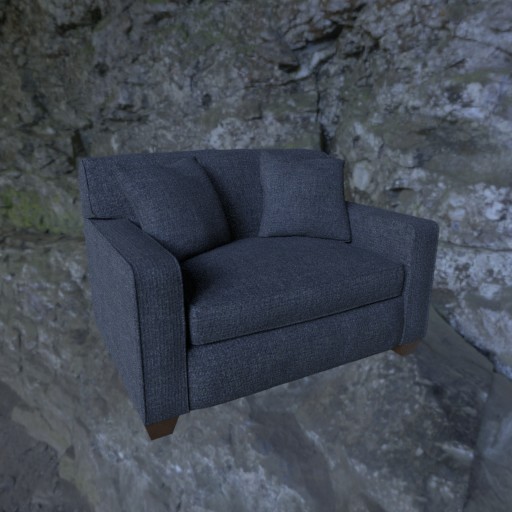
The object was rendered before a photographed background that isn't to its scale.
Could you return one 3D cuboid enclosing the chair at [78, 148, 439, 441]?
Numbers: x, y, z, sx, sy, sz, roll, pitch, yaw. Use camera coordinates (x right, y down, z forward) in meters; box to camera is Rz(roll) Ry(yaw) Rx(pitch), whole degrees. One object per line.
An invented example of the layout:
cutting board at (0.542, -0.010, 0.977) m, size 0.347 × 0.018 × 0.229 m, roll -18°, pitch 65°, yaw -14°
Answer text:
chair at (0.000, 0.000, 2.085) m, size 1.383 × 0.948 × 1.000 m, roll -9°, pitch 19°, yaw -27°
